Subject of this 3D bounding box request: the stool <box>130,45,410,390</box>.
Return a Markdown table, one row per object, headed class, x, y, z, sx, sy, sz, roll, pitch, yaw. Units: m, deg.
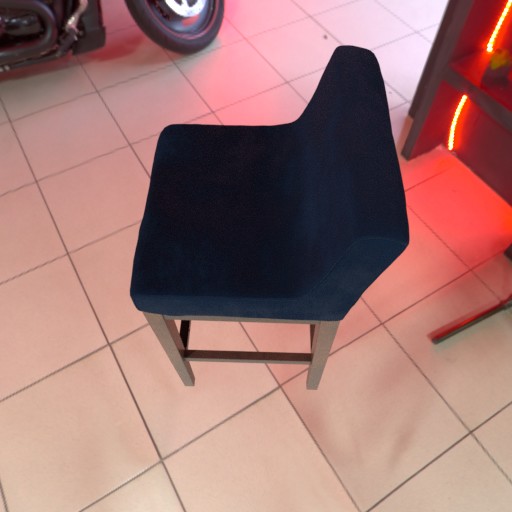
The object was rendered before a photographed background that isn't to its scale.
| class | x | y | z | sx | sy | sz | roll | pitch | yaw |
| --- | --- | --- | --- | --- | --- | --- | --- | --- | --- |
| stool | 0.000 | 0.000 | 1.210 | 0.516 | 0.945 | 0.511 | 1 | 58 | 1 |
